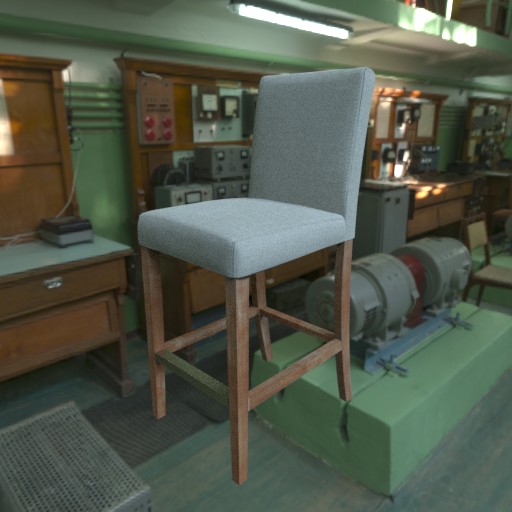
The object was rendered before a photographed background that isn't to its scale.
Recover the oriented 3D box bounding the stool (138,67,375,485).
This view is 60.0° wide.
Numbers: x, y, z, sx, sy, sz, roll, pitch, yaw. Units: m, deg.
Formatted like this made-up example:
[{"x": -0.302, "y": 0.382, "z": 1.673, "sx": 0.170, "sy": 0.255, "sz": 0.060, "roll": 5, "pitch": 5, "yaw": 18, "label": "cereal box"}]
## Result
[{"x": 0.000, "y": 0.000, "z": 1.362, "sx": 0.439, "sy": 1.088, "sz": 0.570, "roll": 16, "pitch": 23, "yaw": 43, "label": "stool"}]
